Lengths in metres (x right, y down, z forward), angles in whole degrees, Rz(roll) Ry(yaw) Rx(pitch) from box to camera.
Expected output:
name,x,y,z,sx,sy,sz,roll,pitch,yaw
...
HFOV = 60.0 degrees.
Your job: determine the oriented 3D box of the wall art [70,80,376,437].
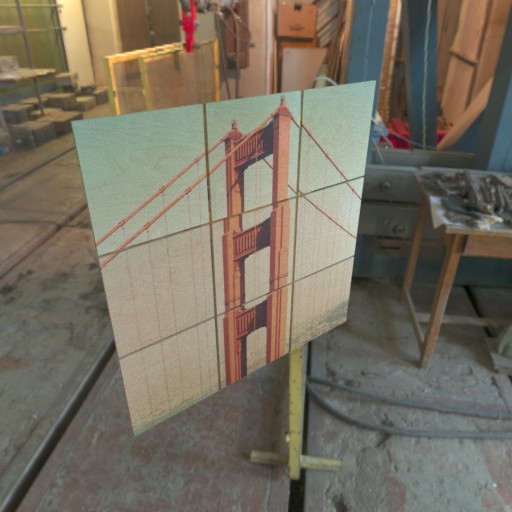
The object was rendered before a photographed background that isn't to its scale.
name,x,y,z,sx,sy,sz,roll,pitch,yaw
wall art,0.000,0.000,2.217,1.517,1.523,0.013,-21,35,-32
